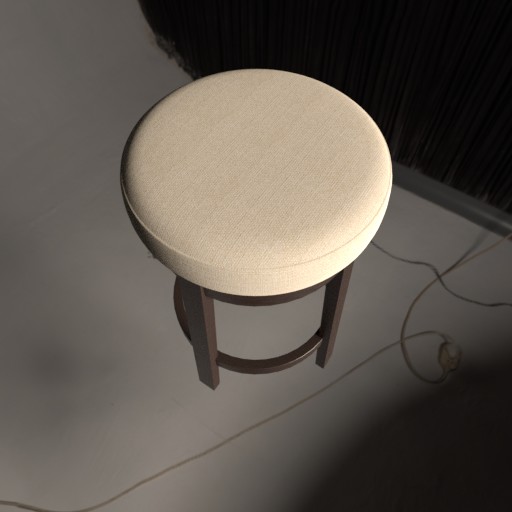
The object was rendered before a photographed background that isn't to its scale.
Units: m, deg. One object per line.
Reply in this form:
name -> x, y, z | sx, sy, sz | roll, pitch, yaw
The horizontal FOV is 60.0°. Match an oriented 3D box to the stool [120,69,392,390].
stool -> 0.000, 0.000, 0.946 | 0.449, 0.655, 0.449 | 0, 58, 0
